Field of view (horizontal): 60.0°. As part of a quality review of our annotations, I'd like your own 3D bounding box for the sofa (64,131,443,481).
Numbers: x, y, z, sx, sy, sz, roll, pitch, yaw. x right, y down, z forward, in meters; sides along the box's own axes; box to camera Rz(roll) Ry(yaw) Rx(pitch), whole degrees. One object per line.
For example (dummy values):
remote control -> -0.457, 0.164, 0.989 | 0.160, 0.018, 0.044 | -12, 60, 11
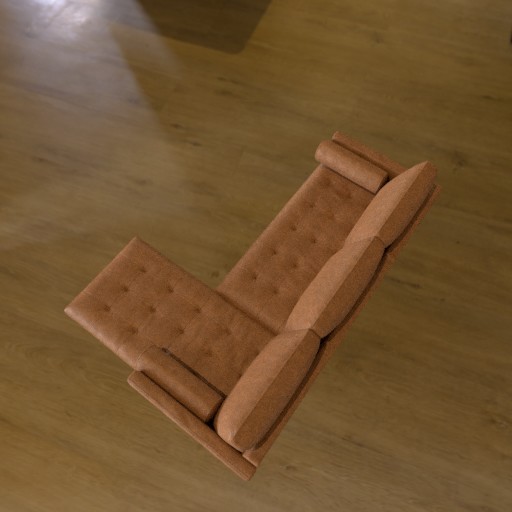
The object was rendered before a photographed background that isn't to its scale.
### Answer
sofa -> 0.000, 0.000, 2.898 | 1.506, 0.876, 2.178 | 33, 68, 15
